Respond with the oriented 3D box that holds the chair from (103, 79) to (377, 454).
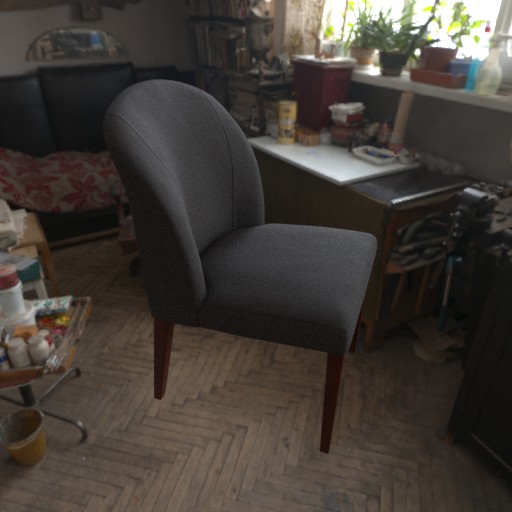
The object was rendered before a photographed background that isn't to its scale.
[{"bbox_3d":[0.000,0.000,1.232,0.619,0.879,0.506,11,32,18],"label":"chair"}]
